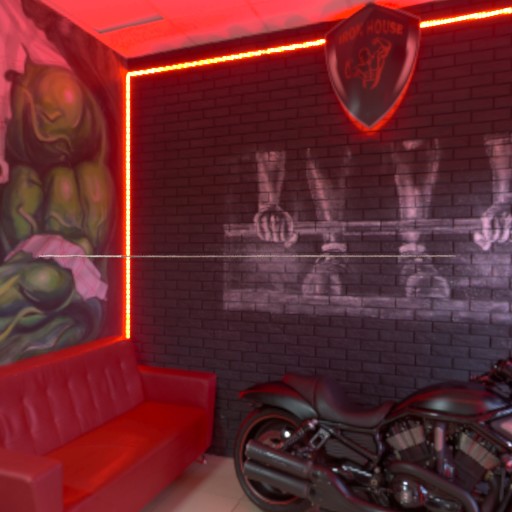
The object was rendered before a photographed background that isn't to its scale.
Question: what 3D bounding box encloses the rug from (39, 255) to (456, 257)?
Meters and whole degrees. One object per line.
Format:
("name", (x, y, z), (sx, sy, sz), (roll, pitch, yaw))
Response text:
("rug", (0.000, 0.000, 3.039), (2.440, 0.012, 1.522), (0, 0, -37))
